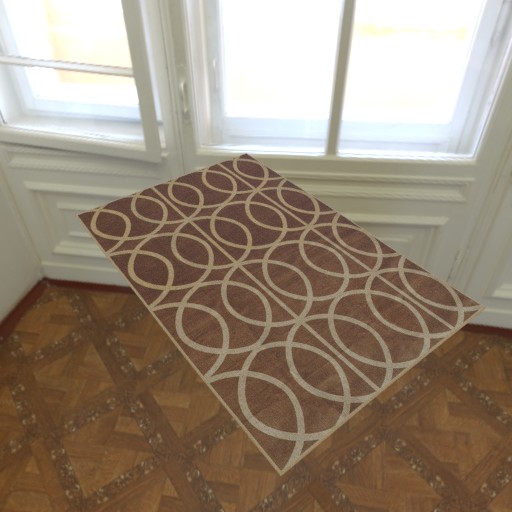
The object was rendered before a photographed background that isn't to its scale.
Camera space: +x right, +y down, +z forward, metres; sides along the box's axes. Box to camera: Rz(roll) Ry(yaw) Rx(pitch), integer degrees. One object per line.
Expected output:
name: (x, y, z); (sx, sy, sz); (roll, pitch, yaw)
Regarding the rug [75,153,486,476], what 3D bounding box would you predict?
rug: (0.000, 0.000, 2.841); (1.528, 0.014, 2.294); (-27, 48, -27)
